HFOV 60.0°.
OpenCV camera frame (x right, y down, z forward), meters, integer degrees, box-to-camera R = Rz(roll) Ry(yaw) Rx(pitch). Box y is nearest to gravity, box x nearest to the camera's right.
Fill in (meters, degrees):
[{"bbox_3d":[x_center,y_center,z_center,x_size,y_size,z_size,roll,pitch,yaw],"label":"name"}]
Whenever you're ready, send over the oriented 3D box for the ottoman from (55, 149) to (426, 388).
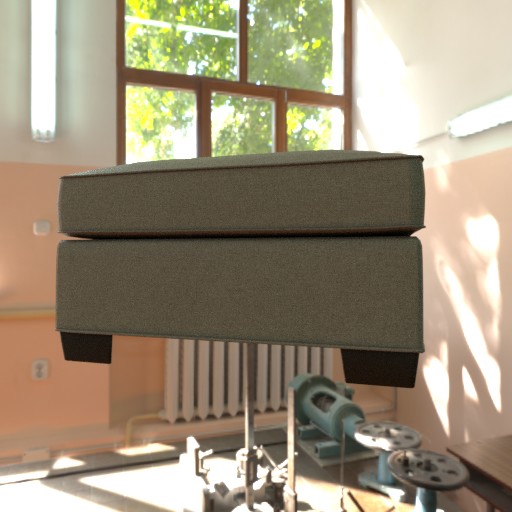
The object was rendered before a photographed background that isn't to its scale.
[{"bbox_3d":[0.000,0.000,1.236,0.843,0.504,0.619,0,0,16],"label":"ottoman"}]
